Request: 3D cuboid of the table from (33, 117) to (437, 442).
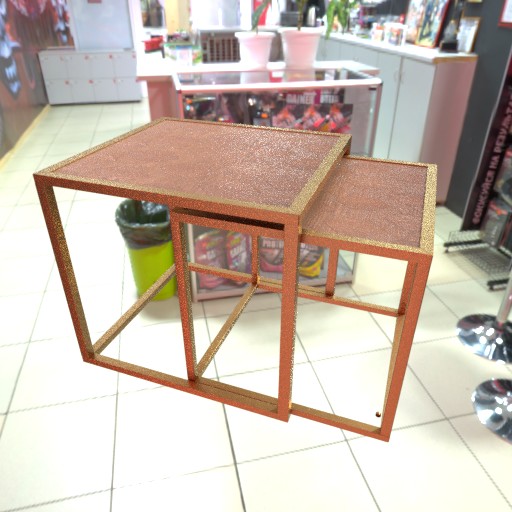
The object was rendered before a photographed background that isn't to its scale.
[{"bbox_3d":[0.000,0.000,1.097,0.762,0.505,0.505,11,32,17],"label":"table"}]
